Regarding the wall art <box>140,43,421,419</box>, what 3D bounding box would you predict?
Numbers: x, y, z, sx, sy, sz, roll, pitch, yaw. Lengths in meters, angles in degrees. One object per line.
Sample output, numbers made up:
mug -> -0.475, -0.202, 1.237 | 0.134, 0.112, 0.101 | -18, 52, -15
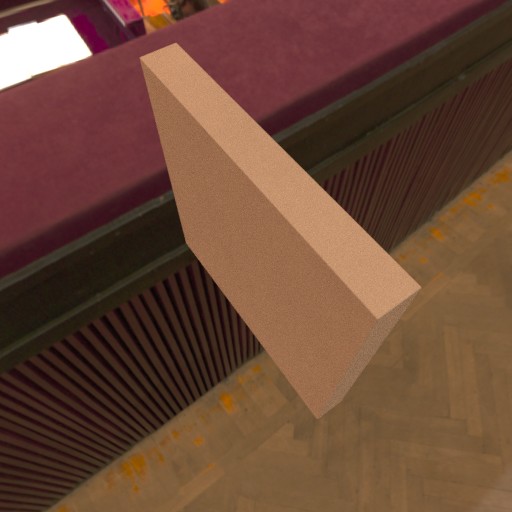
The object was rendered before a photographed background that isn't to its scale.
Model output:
wall art -> 0.000, 0.000, 0.465 | 0.038, 0.305, 0.305 | -31, 64, -17
